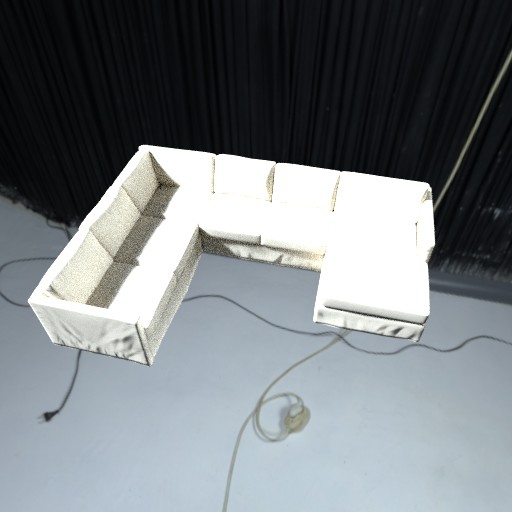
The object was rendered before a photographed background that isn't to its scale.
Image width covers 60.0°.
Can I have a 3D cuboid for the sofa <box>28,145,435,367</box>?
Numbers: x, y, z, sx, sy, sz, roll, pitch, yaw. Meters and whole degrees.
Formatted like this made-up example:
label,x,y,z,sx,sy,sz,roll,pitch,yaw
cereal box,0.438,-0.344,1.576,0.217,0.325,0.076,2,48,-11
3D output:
label,x,y,z,sx,sy,sz,roll,pitch,yaw
sofa,0.000,0.000,4.504,3.460,0.882,2.427,10,47,9
